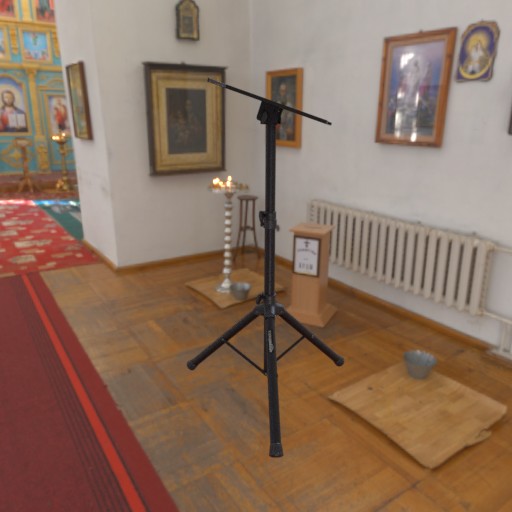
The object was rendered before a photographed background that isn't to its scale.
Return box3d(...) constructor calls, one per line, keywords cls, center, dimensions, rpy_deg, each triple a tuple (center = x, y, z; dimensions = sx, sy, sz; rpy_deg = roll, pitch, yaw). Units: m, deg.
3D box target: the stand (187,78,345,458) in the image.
box3d(cls="stand", center=(0.000, 0.000, 1.641), dimensions=(0.702, 1.198, 0.702), rpy_deg=(3, 16, 11))
